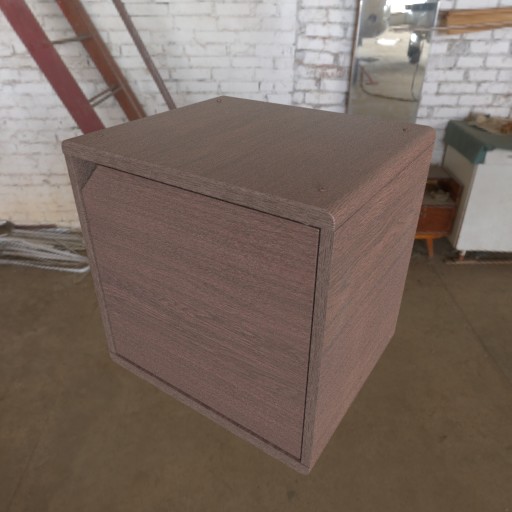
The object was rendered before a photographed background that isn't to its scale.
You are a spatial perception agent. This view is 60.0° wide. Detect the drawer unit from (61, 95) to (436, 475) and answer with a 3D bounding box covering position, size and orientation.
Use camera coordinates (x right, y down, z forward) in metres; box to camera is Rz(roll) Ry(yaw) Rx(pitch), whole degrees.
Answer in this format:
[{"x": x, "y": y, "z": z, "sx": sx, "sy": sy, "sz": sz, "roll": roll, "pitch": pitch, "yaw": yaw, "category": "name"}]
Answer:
[{"x": 0.000, "y": 0.000, "z": 0.612, "sx": 0.344, "sy": 0.344, "sz": 0.290, "roll": 19, "pitch": 36, "yaw": 29, "category": "drawer unit"}]
